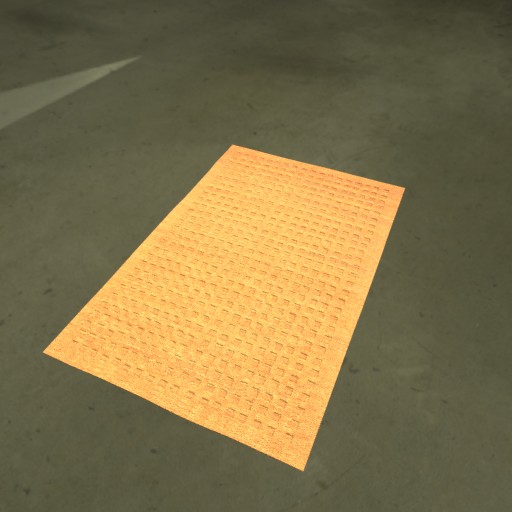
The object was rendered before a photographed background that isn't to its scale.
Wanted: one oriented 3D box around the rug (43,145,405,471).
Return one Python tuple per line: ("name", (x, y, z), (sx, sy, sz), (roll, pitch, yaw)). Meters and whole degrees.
("rug", (0.000, 0.000, 2.224), (1.143, 0.006, 1.747), (18, 48, 17))
